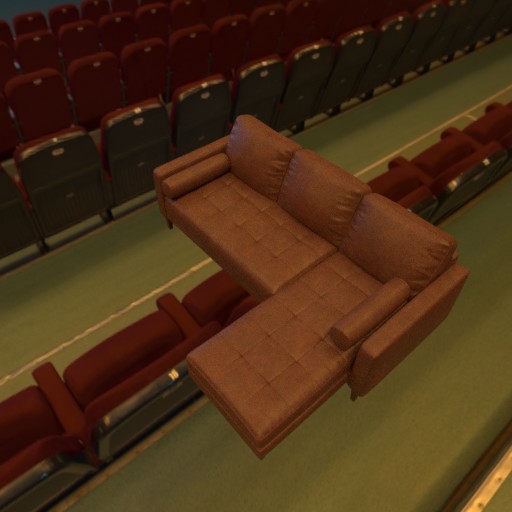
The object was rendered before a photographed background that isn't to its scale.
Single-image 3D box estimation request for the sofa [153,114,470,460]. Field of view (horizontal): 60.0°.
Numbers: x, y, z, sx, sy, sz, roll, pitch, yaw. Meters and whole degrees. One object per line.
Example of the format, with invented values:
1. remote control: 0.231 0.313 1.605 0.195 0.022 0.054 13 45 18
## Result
1. sofa: 0.000 0.000 3.009 1.613 0.841 2.185 -32 55 -27
